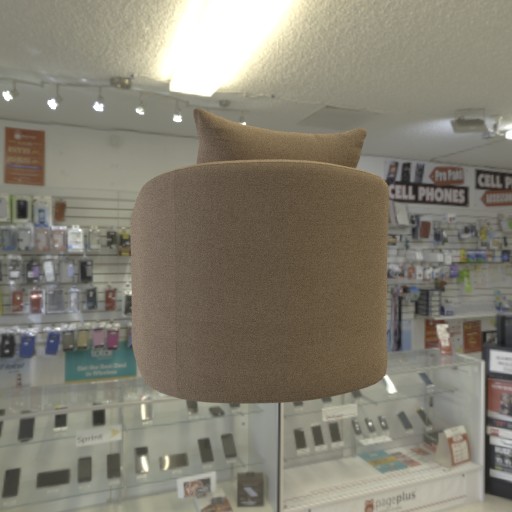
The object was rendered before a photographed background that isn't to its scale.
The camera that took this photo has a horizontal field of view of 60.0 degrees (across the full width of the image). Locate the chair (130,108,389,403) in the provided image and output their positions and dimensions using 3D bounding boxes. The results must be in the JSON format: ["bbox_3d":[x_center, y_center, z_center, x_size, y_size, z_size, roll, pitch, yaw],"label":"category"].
[{"bbox_3d":[0.000,0.000,1.610,0.845,0.848,0.910,0,0,-19],"label":"chair"}]
